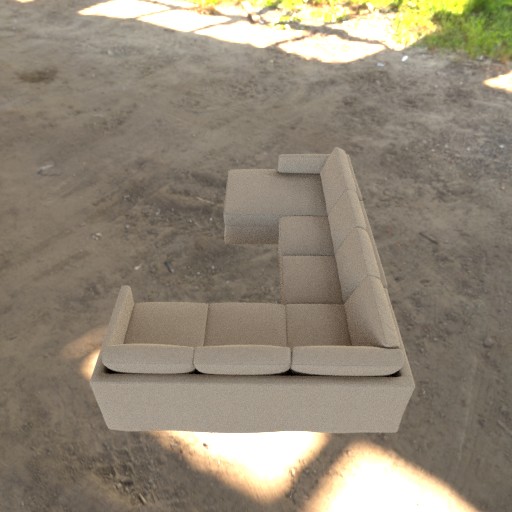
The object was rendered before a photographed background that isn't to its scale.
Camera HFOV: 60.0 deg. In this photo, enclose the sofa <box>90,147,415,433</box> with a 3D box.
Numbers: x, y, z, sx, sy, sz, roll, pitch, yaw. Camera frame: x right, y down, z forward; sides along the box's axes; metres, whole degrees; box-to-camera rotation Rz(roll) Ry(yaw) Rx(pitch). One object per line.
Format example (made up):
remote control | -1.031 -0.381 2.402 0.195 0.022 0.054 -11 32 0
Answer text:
sofa | 0.000 0.000 4.719 2.476 0.878 3.528 0 42 1
